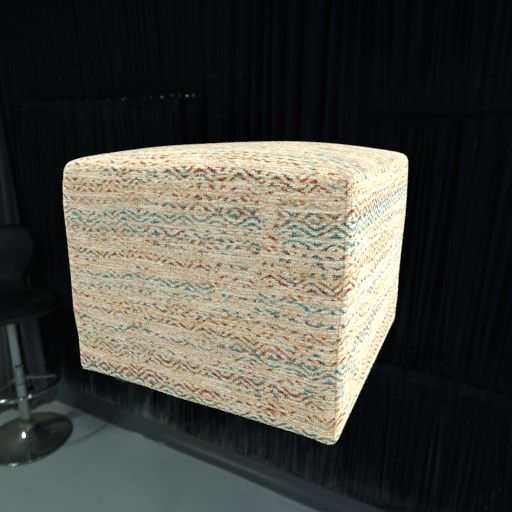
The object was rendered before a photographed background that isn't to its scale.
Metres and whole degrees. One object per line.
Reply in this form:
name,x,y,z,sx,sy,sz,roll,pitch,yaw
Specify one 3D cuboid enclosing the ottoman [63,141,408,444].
ottoman,0.000,0.000,0.912,0.512,0.453,0.521,8,18,25
